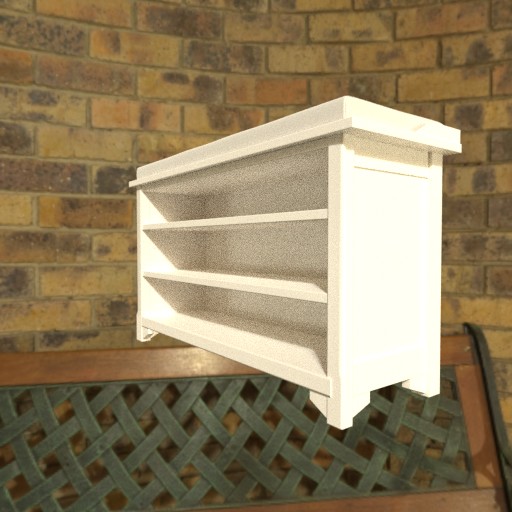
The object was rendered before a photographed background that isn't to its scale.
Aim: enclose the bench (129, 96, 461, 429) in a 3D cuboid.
[{"bbox_3d":[0.000,0.000,1.236,0.346,0.589,0.987,-1,2,-37],"label":"bench"}]
